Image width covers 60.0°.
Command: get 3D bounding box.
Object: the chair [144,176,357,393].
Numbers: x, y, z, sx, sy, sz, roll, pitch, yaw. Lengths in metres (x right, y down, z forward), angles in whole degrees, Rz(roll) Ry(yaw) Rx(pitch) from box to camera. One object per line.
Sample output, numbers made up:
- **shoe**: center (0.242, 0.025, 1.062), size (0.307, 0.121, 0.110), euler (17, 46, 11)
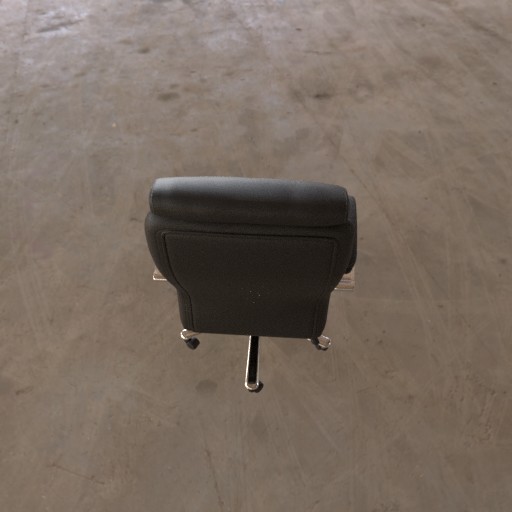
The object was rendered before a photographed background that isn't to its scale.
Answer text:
- **chair**: center (0.000, 0.000, 1.708), size (0.755, 1.183, 0.790), euler (3, 47, 3)
